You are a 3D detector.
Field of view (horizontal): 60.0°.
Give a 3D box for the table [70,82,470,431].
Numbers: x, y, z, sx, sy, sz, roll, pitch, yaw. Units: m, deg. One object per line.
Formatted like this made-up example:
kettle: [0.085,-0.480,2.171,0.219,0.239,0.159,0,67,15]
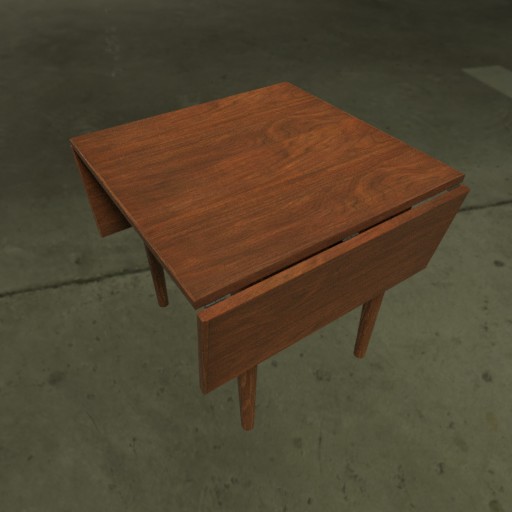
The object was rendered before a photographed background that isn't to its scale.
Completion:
table: [0.000,0.000,1.501,0.812,0.763,0.843,-24,47,-25]
